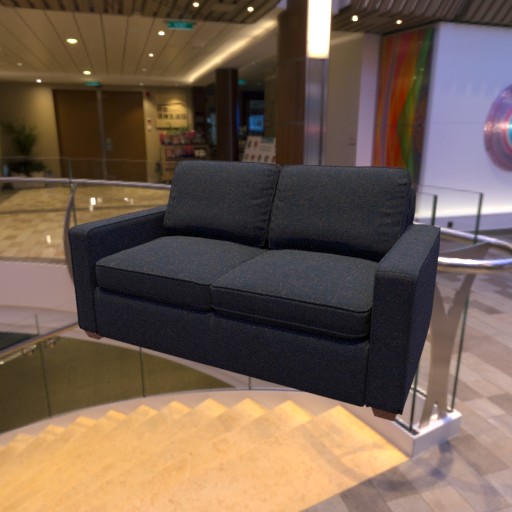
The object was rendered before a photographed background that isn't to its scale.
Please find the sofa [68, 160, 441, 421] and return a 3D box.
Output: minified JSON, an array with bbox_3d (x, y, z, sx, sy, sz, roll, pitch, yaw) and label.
[{"bbox_3d":[0.000,0.000,2.298,1.709,0.918,0.947,8,17,26],"label":"sofa"}]
